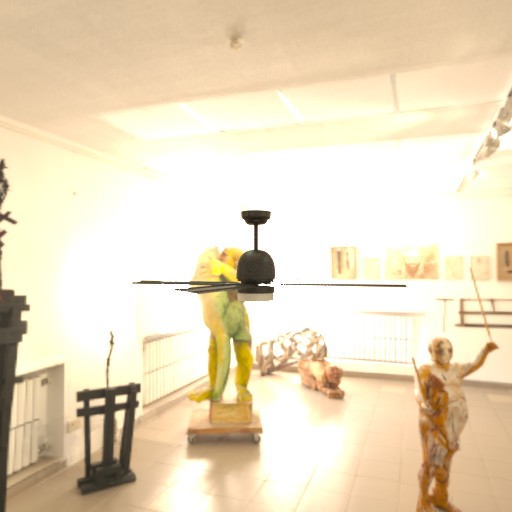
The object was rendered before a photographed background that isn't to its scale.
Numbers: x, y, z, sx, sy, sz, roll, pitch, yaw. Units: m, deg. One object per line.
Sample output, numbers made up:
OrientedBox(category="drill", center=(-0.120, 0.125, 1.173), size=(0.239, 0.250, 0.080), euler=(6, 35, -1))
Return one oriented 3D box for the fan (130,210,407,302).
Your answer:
OrientedBox(category="fan", center=(0.000, 0.000, 2.052), size=(1.319, 0.410, 1.319), euler=(0, -1, 19))
